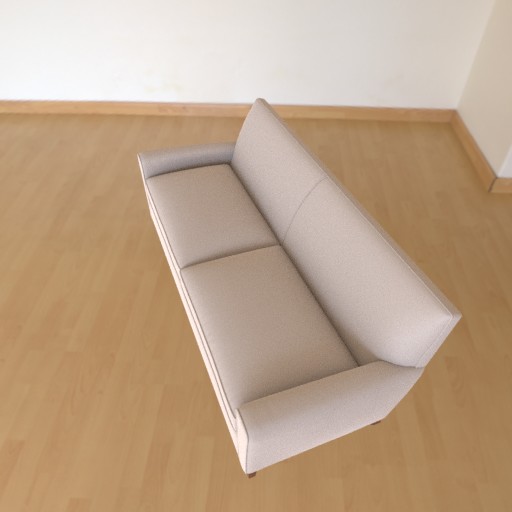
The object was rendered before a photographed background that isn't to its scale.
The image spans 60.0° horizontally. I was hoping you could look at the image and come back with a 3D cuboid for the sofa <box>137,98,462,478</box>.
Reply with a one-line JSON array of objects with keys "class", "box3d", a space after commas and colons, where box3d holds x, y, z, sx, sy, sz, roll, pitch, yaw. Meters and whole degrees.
[{"class": "sofa", "box3d": [0.000, 0.000, 2.418, 0.875, 0.846, 2.000, -16, 47, -15]}]
